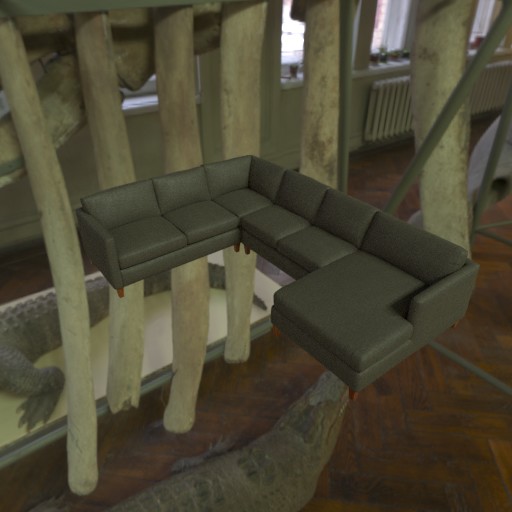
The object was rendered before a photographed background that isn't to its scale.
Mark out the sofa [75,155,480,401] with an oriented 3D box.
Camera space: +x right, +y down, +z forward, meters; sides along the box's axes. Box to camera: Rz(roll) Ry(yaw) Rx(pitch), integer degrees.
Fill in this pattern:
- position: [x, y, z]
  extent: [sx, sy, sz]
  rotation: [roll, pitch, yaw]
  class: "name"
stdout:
- position: [0.000, 0.000, 4.657]
  extent: [2.594, 0.961, 3.460]
  rotation: [-22, 38, -31]
  class: "sofa"
